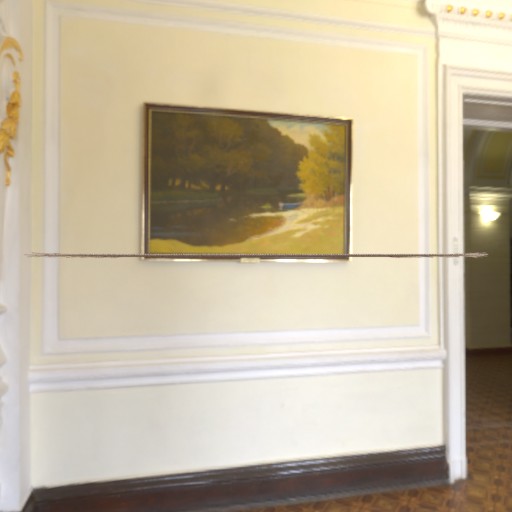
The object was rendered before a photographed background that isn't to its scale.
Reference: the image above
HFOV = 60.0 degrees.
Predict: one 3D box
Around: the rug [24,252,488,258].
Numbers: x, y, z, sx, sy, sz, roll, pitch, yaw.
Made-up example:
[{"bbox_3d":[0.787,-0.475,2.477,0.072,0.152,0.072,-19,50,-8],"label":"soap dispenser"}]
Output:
[{"bbox_3d":[0.000,0.000,3.135,2.523,0.034,1.528,0,0,0],"label":"rug"}]
